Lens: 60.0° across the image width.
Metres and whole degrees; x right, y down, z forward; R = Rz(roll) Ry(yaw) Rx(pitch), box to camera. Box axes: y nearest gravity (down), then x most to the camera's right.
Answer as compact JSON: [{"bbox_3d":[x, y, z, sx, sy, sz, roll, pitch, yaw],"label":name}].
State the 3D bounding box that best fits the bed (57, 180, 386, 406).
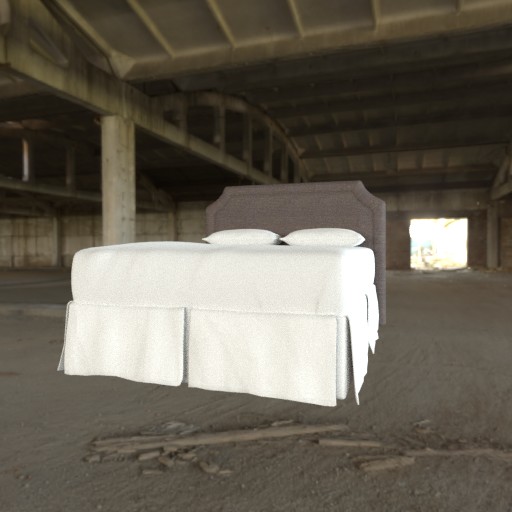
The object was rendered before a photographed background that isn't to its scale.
[{"bbox_3d":[0.000,0.000,3.131,1.693,1.290,2.116,0,1,18],"label":"bed"}]
